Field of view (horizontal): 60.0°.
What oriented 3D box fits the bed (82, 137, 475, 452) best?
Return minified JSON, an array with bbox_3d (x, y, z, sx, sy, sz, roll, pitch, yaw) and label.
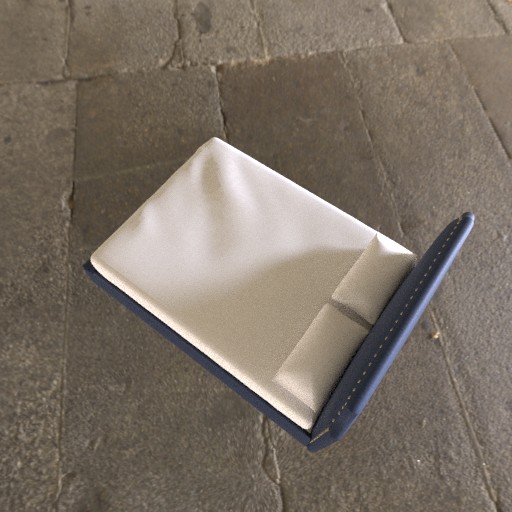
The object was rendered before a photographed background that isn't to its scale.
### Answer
[{"bbox_3d":[0.000,0.000,3.422,2.372,1.443,1.712,33,68,16],"label":"bed"}]
